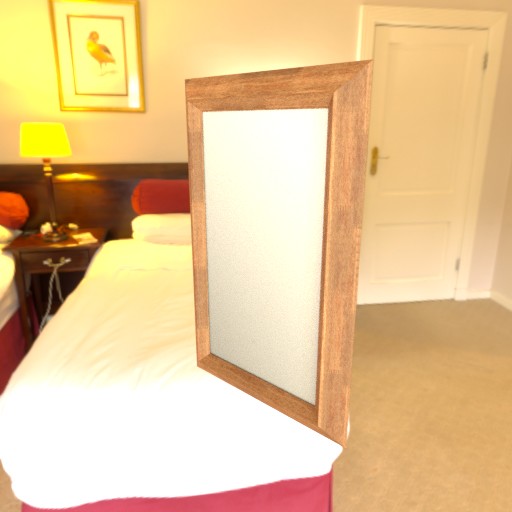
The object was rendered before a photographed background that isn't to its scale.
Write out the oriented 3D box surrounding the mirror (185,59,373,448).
[{"bbox_3d":[0.000,0.000,1.300,0.651,1.010,0.047,15,22,41],"label":"mirror"}]
